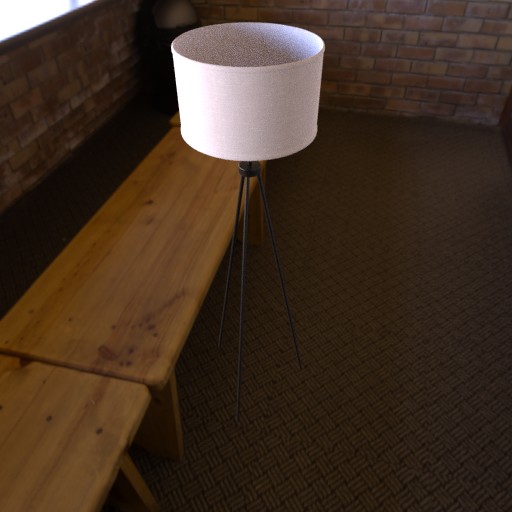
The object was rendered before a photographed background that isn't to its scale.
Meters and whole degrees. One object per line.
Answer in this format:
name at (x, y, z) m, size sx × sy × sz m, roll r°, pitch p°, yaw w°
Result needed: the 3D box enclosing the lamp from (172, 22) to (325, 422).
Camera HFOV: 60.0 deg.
lamp at (0.000, 0.000, 1.705) m, size 0.458 × 1.545 × 0.448 m, roll -12°, pitch 43°, yaw -14°
